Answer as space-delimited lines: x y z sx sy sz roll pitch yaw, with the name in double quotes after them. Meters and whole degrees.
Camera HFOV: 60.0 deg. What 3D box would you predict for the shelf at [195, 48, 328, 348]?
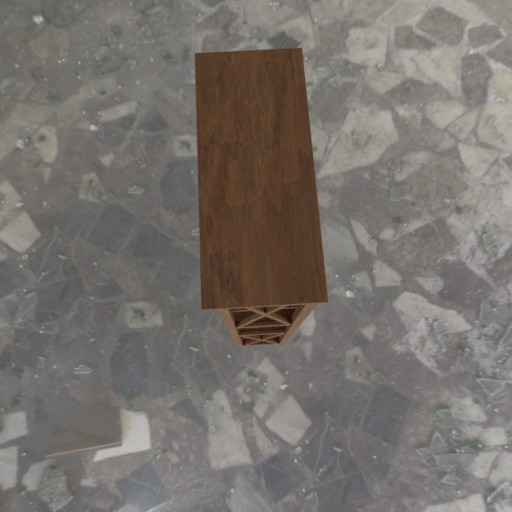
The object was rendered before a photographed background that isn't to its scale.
0.000 0.000 2.190 0.335 1.905 0.805 -3 75 -1 "shelf"
